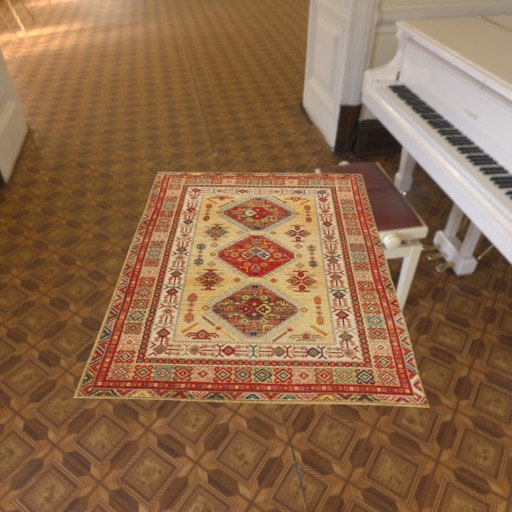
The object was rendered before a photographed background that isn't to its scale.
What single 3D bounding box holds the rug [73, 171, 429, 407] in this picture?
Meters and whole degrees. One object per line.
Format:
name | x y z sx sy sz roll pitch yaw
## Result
rug | 0.000 0.000 4.196 2.460 0.005 3.067 1 41 1
